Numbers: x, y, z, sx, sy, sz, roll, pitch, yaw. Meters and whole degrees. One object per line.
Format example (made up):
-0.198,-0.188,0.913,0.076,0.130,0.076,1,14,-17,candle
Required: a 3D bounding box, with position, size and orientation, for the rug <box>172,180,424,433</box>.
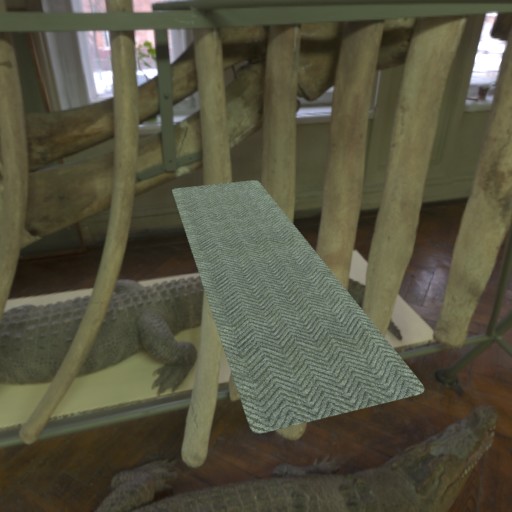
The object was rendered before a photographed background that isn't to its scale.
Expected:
0.000,0.000,2.531,0.686,0.008,2.286,-8,32,-14,rug
